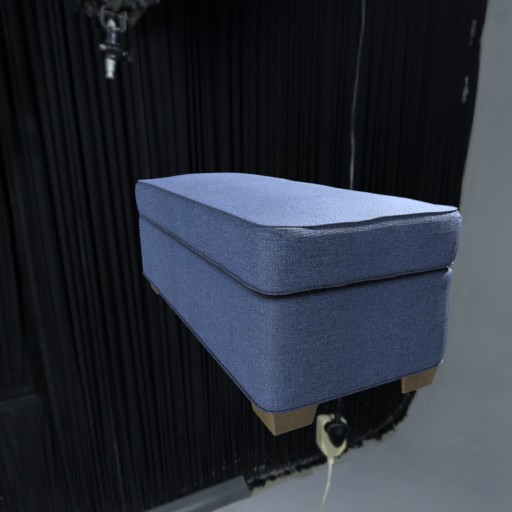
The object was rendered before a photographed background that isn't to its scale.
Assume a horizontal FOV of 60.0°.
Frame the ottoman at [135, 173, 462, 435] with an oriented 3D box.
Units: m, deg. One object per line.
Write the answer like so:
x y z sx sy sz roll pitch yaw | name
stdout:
0.000 0.000 1.384 0.515 0.460 1.110 -7 16 -25 | ottoman
